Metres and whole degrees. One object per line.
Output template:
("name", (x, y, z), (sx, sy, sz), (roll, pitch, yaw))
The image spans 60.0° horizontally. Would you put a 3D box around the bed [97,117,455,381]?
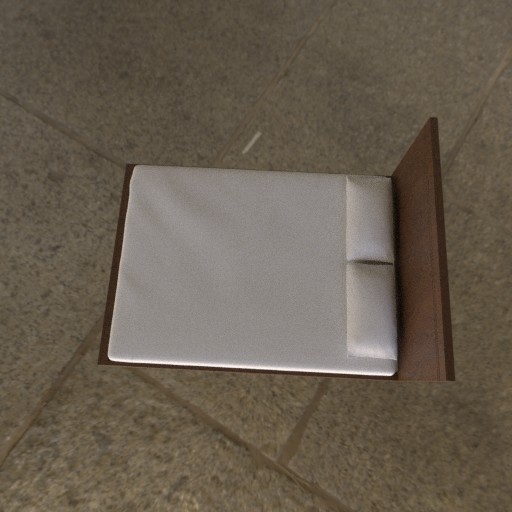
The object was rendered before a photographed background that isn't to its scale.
("bed", (0.000, 0.000, 3.167), (2.221, 1.169, 1.613), (3, 74, 1))
